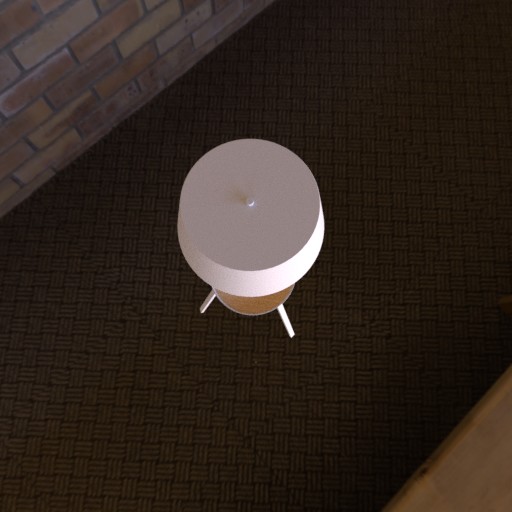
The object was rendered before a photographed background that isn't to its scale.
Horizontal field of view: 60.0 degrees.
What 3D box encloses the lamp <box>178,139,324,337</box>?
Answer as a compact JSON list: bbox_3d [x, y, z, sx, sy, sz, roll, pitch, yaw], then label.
[{"bbox_3d":[0.000,0.000,1.648,0.508,1.429,0.468,15,77,3],"label":"lamp"}]
